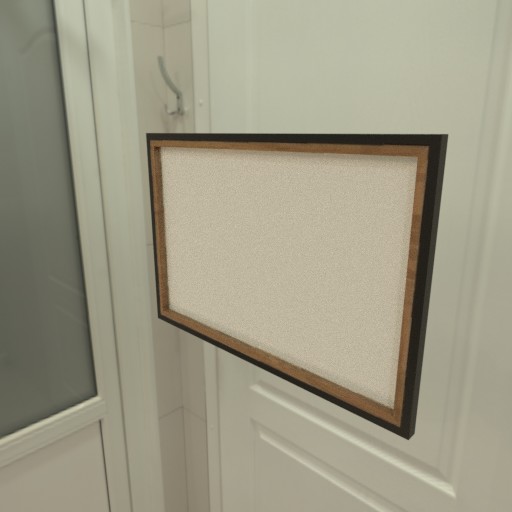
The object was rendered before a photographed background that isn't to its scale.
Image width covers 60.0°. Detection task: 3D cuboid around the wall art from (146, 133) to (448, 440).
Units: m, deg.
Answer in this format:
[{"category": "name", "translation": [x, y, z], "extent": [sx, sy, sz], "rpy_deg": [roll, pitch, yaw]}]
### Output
[{"category": "wall art", "translation": [0.000, 0.000, 0.836], "extent": [0.659, 0.446, 0.022], "rpy_deg": [15, 21, 42]}]
